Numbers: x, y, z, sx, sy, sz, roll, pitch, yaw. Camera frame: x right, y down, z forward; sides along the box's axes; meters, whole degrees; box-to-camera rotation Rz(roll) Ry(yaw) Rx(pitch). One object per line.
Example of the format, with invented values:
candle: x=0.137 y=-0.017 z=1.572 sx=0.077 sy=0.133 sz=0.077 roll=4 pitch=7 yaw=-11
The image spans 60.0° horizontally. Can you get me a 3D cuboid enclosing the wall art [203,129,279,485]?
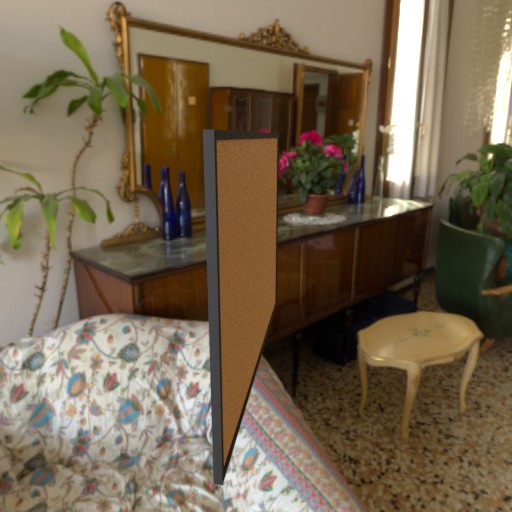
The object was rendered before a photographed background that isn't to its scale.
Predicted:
wall art: x=0.000 y=0.000 z=0.852 sx=0.013 sy=0.458 sz=0.664 roll=2 pitch=15 yaw=9
